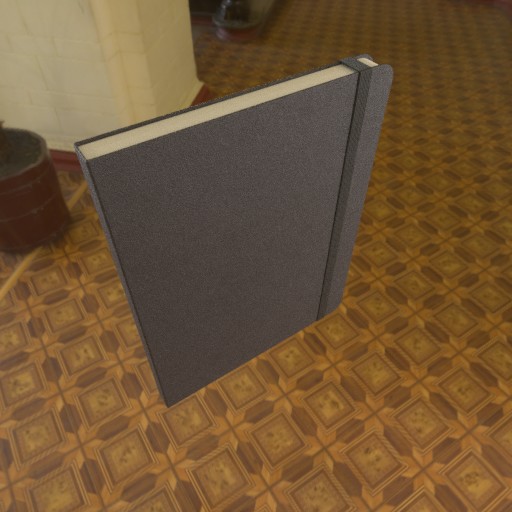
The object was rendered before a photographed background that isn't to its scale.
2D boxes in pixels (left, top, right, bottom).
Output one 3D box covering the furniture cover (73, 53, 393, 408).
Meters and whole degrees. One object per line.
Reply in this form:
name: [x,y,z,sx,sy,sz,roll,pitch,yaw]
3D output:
furniture cover: [0.000,0.000,0.368,0.216,0.281,0.023,-26,52,-22]
